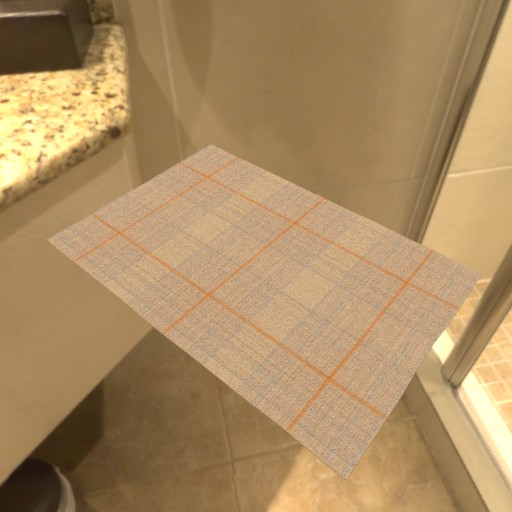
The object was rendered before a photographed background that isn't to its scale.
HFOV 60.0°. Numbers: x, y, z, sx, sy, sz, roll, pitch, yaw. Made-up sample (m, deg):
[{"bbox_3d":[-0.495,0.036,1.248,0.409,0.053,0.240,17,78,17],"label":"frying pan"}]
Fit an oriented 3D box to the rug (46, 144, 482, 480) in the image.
[{"bbox_3d":[0.000,0.000,2.223,1.825,0.015,1.232,31,53,27],"label":"rug"}]
